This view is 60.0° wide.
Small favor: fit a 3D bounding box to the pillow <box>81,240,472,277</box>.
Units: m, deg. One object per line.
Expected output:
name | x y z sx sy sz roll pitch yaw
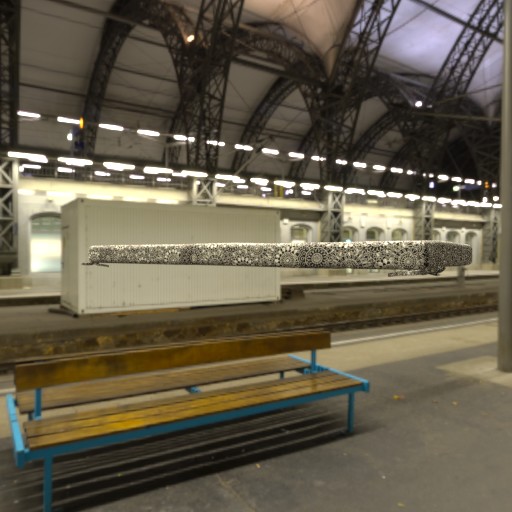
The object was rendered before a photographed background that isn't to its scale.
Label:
pillow | 0.000 0.000 1.373 1.187 0.081 0.492 0 1 36
